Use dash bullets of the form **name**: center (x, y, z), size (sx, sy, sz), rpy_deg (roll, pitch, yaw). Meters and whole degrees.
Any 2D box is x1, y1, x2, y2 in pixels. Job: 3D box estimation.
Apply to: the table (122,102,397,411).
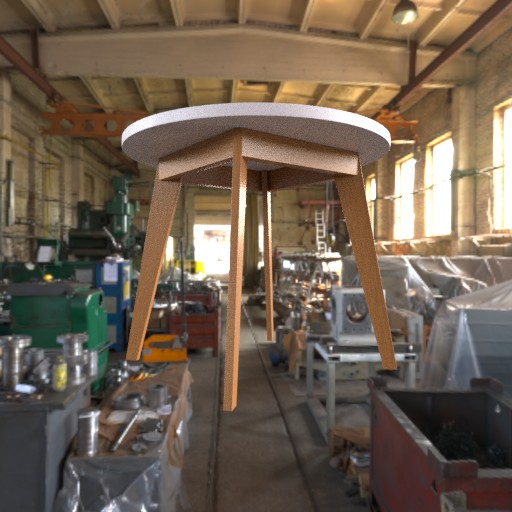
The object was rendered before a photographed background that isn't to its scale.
- **table**: center (0.000, 0.000, 1.546), size (0.896, 0.762, 0.896), rpy_deg (0, 0, 0)
